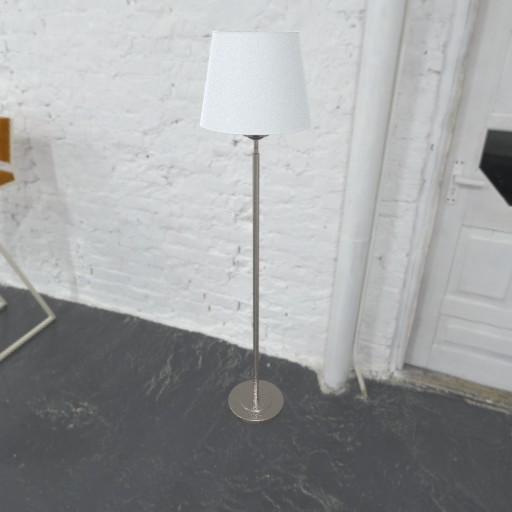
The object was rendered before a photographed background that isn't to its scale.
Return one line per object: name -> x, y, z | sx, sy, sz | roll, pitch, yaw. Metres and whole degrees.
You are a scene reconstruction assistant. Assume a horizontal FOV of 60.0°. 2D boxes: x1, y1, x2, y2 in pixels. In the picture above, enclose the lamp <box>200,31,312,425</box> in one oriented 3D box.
lamp -> 0.000, 0.000, 1.630 | 0.355, 1.473, 0.355 | 0, 27, 0
